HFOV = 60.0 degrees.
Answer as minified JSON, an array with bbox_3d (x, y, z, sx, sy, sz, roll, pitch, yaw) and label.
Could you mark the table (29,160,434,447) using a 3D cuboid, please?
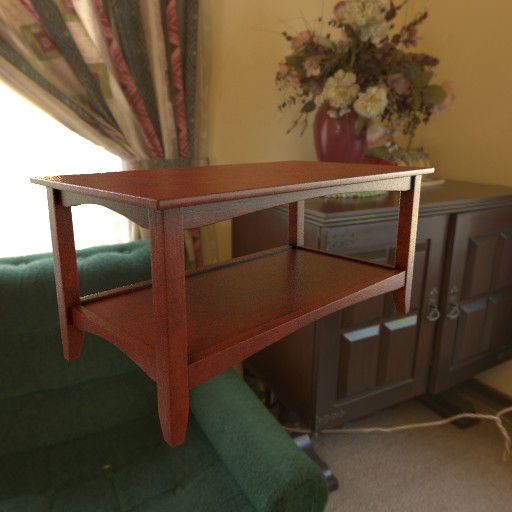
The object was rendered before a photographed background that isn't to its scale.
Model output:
[{"bbox_3d":[0.000,0.000,1.214,0.943,0.456,0.533,-15,21,-43],"label":"table"}]
